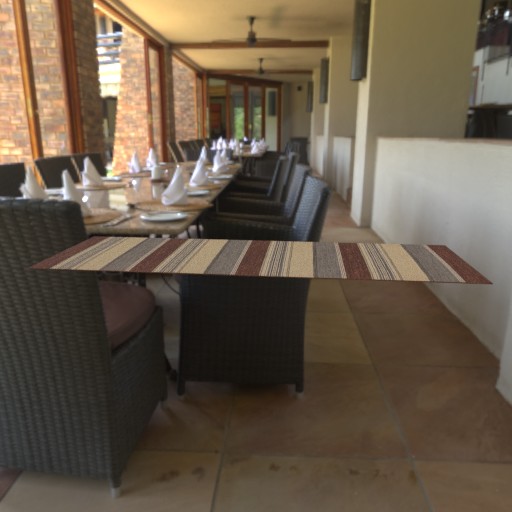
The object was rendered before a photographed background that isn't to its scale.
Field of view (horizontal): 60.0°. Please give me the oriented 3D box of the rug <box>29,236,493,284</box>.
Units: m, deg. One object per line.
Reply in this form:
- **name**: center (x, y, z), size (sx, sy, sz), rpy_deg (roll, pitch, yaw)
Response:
- **rug**: center (0.000, 0.000, 2.693), size (2.437, 0.006, 0.792), rpy_deg (2, 15, 6)
